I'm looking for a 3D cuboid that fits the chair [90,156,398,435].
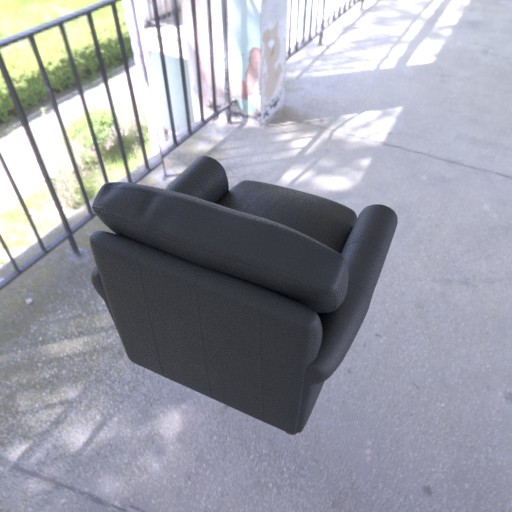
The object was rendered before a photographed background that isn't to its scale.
[{"bbox_3d":[0.000,0.000,1.822,1.015,0.960,1.027,23,50,21],"label":"chair"}]
